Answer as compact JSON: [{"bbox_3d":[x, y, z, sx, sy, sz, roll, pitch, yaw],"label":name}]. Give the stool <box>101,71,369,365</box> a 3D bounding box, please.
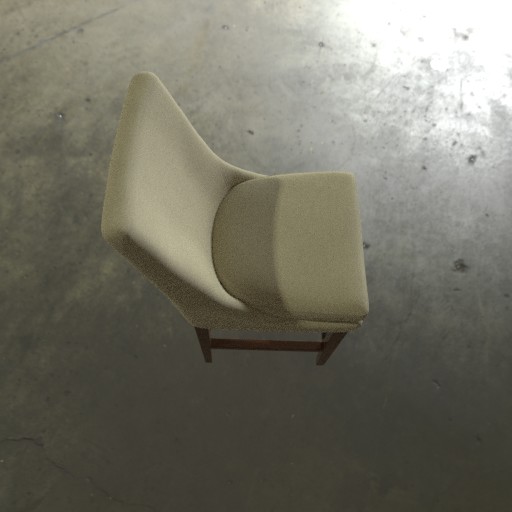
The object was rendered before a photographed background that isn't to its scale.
[{"bbox_3d":[0.000,0.000,1.301,0.577,0.981,0.470,1,64,0],"label":"stool"}]
